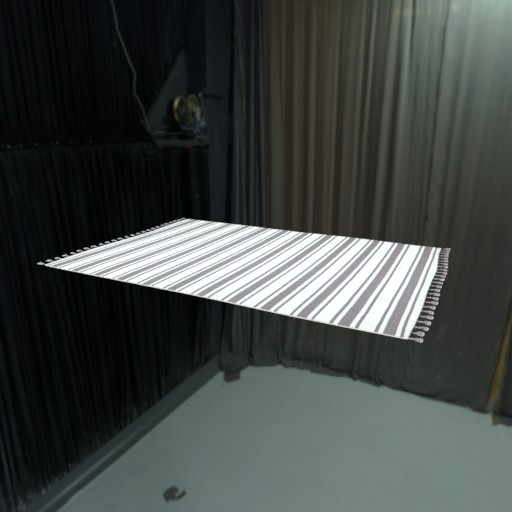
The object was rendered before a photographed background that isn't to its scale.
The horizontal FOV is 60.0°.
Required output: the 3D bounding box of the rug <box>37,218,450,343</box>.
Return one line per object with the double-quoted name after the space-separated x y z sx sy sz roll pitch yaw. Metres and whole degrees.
0.000 0.000 3.852 3.040 0.017 2.030 8 19 26 "rug"
